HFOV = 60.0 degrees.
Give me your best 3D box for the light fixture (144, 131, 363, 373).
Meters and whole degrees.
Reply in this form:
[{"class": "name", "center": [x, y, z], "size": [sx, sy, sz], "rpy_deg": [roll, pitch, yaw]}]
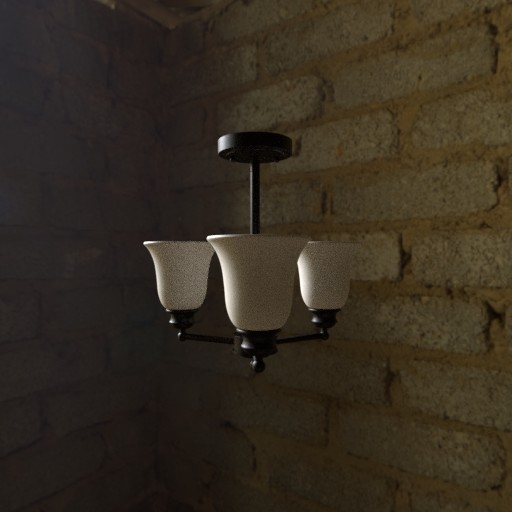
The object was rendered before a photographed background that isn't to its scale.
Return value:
[{"class": "light fixture", "center": [0.000, 0.000, 0.682], "size": [0.388, 0.370, 0.354], "rpy_deg": [0, 0, -2]}]
